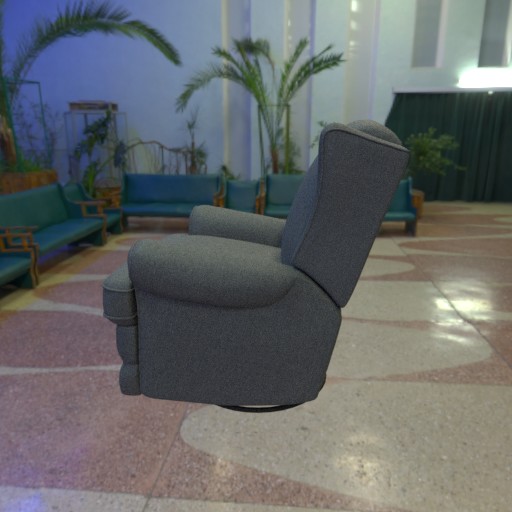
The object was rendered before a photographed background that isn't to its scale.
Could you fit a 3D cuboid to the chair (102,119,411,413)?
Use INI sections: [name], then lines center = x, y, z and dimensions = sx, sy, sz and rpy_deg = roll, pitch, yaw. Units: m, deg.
[chair]
center = 0.000, 0.000, 1.723
dimensions = 0.969, 1.011, 0.847
rpy_deg = 2, 16, 8
